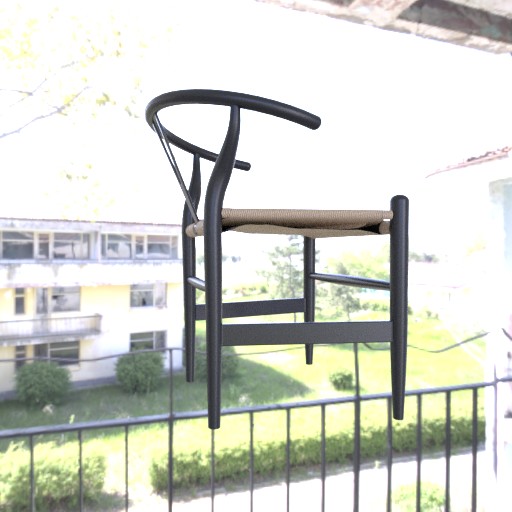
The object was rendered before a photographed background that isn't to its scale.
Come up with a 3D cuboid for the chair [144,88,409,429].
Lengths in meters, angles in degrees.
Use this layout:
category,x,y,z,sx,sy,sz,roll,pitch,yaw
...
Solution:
category,x,y,z,sx,sy,sz,roll,pitch,yaw
chair,0.000,0.000,1.172,0.570,0.739,0.570,0,1,-17
